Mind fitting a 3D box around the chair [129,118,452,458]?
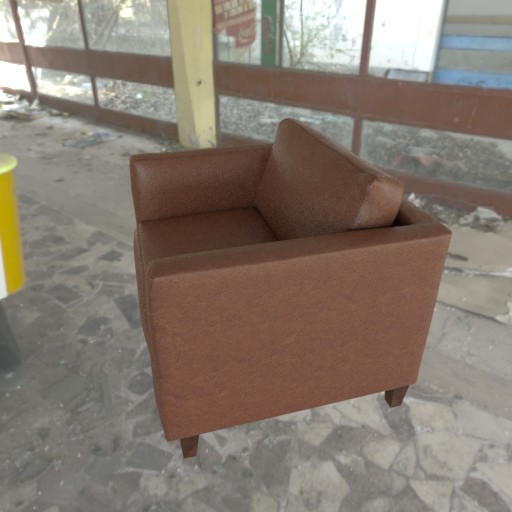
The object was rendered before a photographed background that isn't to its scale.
[{"bbox_3d":[0.000,0.000,1.809,0.959,0.917,1.107,-8,30,-14],"label":"chair"}]
